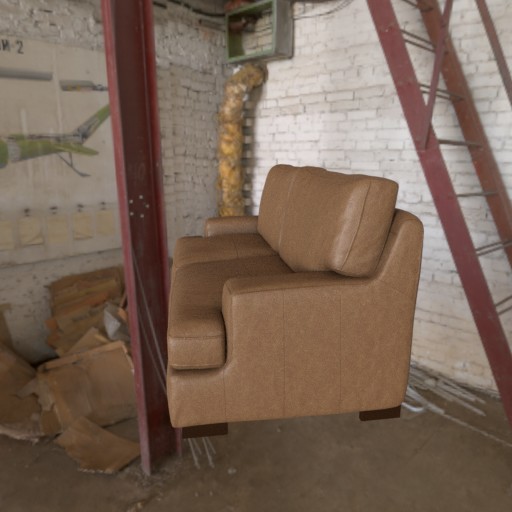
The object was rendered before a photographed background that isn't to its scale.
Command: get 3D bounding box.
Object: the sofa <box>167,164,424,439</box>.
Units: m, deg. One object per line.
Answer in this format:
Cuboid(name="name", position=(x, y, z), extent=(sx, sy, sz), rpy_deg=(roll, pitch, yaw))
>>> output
Cuboid(name="sofa", position=(0.000, 0.000, 2.486), extent=(0.962, 0.980, 1.855), rpy_deg=(-2, 14, -9))
